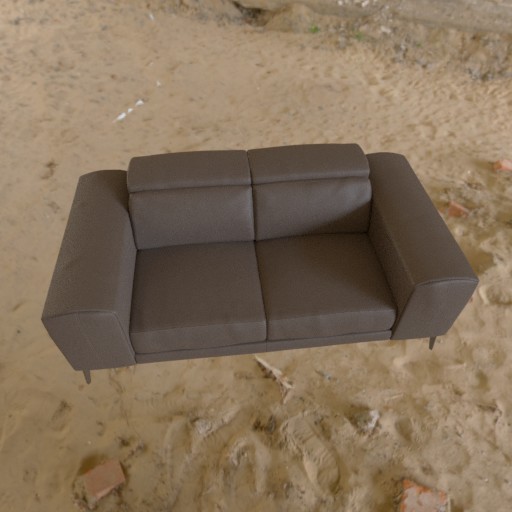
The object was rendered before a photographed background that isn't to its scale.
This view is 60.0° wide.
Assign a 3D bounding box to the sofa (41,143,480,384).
[{"bbox_3d":[0.000,0.000,2.363,1.895,0.779,1.003,-5,46,-4],"label":"sofa"}]
